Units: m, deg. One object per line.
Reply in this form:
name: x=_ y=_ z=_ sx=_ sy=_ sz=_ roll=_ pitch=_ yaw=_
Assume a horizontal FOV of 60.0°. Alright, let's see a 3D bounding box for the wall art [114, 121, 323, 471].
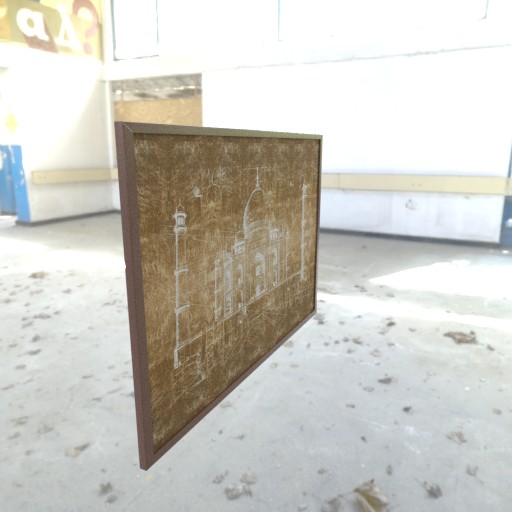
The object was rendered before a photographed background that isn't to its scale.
wall art: x=0.000 y=0.000 z=0.832 sx=0.014 sy=0.455 sz=0.660 roll=7 pitch=16 yaw=27
